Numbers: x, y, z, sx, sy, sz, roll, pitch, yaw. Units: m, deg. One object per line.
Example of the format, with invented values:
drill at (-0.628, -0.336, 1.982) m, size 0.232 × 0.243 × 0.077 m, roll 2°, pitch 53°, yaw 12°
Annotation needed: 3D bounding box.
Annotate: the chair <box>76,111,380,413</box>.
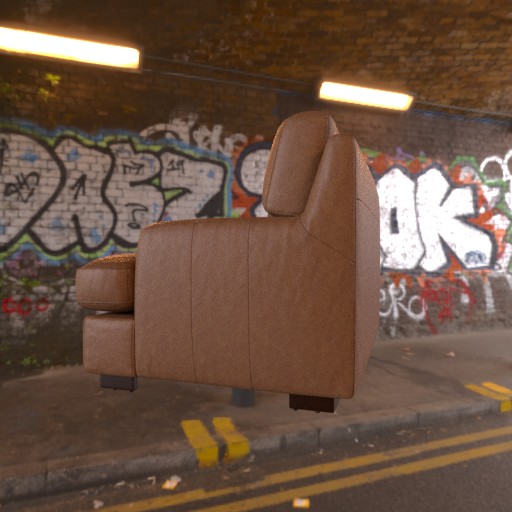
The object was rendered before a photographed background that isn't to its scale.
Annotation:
chair at (0.000, 0.000, 2.021) m, size 1.050 × 0.978 × 1.276 m, roll 0°, pitch 0°, yaw 18°
